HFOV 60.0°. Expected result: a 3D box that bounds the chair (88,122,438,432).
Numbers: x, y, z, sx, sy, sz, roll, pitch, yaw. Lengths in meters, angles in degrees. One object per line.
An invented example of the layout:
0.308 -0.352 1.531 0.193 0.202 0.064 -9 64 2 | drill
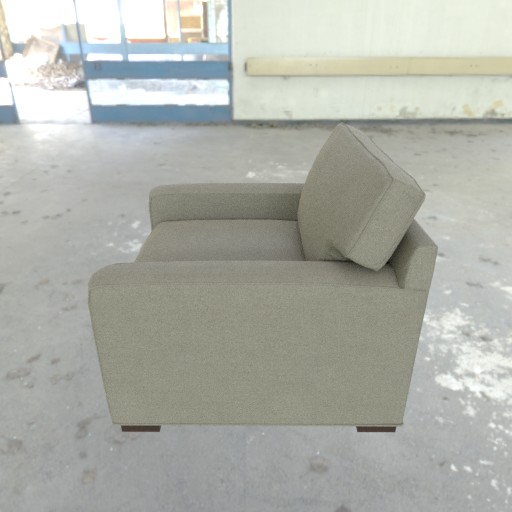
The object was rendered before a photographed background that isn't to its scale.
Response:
0.000 0.000 1.812 1.044 0.934 0.999 0 27 0 | chair
